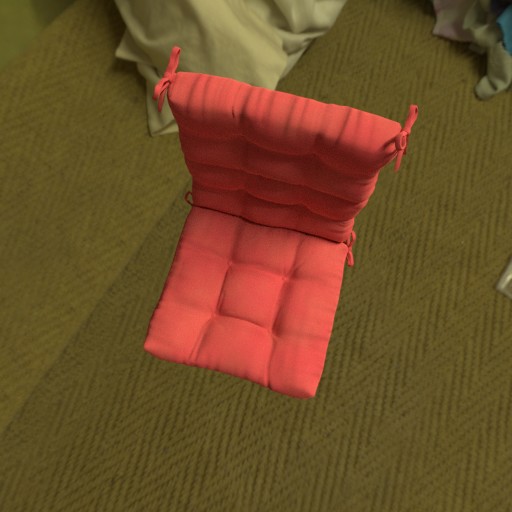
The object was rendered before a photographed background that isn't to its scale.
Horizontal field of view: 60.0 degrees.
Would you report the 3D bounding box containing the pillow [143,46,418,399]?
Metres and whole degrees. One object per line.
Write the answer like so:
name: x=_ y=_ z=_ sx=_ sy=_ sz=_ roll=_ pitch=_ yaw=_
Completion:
pillow: x=0.000 y=0.000 z=1.027 sx=0.519 sy=0.605 sz=0.571 roll=15 pitch=75 yaw=4
